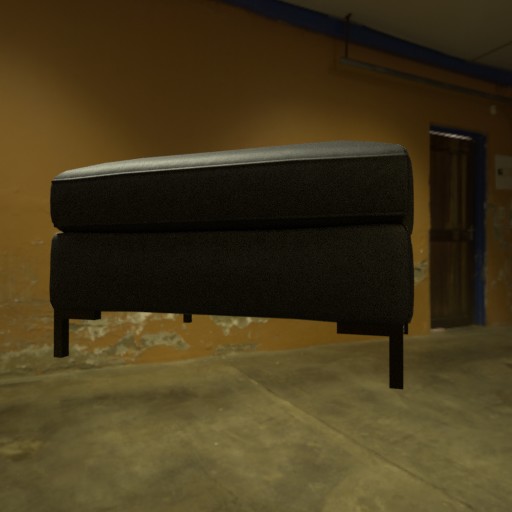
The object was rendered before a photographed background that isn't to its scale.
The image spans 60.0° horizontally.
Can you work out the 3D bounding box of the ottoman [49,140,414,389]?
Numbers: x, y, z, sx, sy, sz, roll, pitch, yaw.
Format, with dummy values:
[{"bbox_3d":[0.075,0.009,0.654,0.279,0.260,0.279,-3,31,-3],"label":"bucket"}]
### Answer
[{"bbox_3d":[0.000,0.000,1.765,1.187,0.696,0.967,0,-1,20],"label":"ottoman"}]
